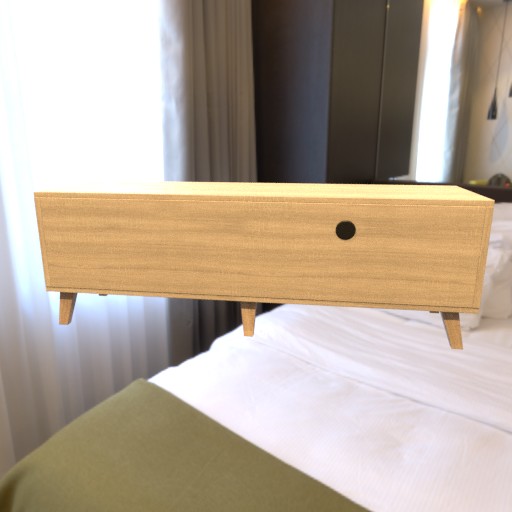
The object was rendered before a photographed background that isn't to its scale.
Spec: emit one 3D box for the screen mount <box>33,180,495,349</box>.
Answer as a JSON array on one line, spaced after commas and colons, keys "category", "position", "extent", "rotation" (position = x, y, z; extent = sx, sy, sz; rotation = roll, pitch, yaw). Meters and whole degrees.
[{"category": "screen mount", "position": [0.000, 0.000, 1.683], "extent": [1.500, 0.509, 0.401], "rotation": [2, 15, 8]}]
